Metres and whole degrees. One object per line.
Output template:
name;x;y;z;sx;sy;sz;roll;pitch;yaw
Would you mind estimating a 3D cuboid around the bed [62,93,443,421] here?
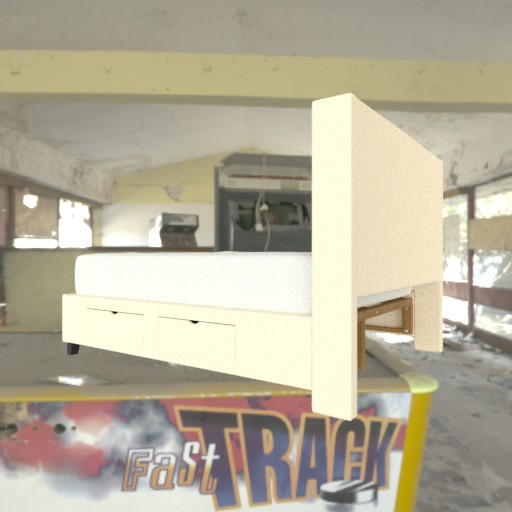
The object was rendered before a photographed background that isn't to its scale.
bed;0.000;0.000;3.343;2.280;1.471;1.765;0;0;35
